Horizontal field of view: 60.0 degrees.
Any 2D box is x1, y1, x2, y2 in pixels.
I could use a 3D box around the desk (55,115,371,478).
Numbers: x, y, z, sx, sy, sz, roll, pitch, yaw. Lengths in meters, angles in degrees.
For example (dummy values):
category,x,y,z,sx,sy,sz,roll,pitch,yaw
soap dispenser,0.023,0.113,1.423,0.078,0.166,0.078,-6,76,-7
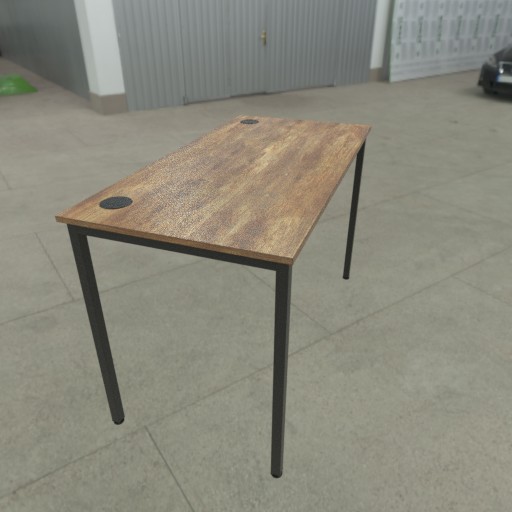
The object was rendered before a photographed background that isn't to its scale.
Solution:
category,x,y,z,sx,sy,sz,roll,pitch,yaw
desk,0.000,0.000,1.657,0.600,0.749,1.200,10,31,17
